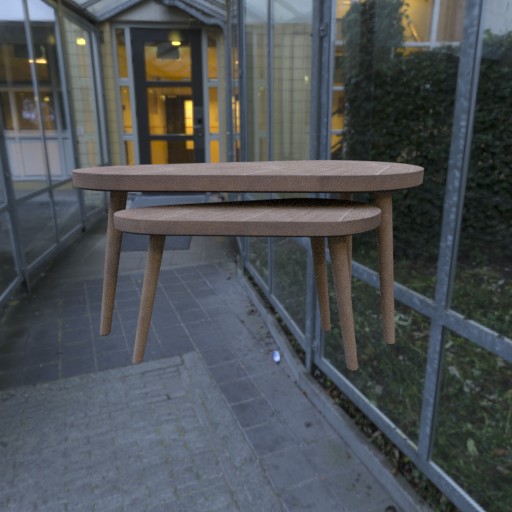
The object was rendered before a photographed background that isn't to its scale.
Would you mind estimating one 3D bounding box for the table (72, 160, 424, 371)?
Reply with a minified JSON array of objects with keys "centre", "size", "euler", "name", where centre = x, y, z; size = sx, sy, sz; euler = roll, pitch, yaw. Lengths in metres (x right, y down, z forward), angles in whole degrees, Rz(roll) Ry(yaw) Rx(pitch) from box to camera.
[{"centre":[0.000,0.000,1.547],"size":[1.190,0.595,0.701],"euler":[-2,17,-8],"name":"table"}]
